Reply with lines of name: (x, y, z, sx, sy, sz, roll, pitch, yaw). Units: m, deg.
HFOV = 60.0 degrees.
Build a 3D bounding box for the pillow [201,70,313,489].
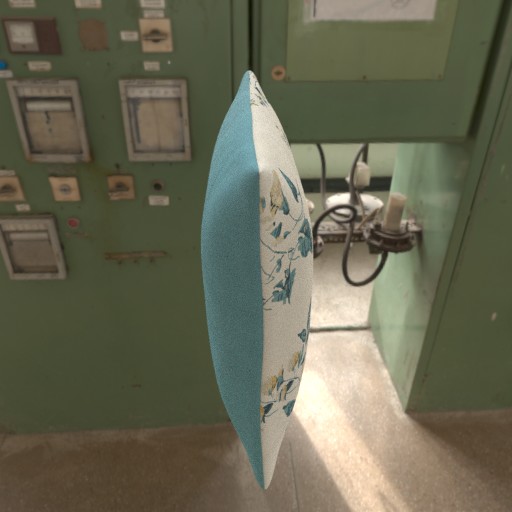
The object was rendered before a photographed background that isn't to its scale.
pillow: (0.000, 0.000, 0.755, 0.166, 0.507, 0.526, -1, 32, -1)
